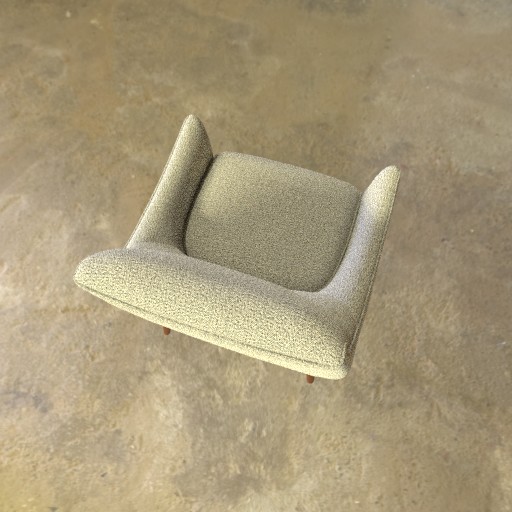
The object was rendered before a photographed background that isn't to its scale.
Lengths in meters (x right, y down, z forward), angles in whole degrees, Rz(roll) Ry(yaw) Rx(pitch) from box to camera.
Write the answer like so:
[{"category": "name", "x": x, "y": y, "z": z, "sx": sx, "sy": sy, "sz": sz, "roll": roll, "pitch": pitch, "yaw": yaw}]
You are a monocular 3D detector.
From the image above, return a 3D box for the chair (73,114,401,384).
[{"category": "chair", "x": 0.000, "y": 0.000, "z": 1.450, "sx": 0.762, "sy": 0.838, "sz": 0.787, "roll": 17, "pitch": 64, "yaw": 8}]
